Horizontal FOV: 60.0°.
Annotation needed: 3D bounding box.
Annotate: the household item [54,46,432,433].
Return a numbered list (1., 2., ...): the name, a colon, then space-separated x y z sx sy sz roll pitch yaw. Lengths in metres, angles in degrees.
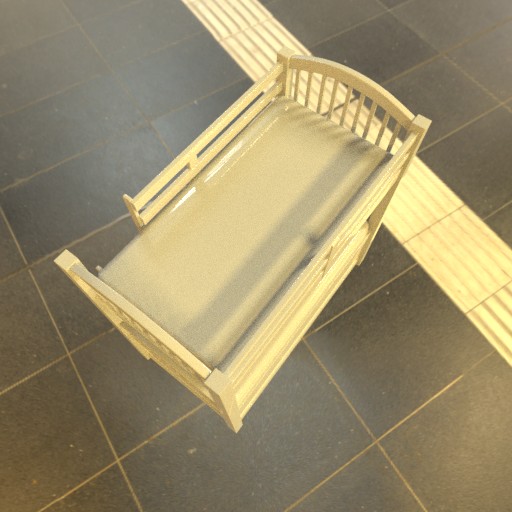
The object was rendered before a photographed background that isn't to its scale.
1. household item: 0.000 0.000 3.313 1.143 2.032 2.032 34 68 16
